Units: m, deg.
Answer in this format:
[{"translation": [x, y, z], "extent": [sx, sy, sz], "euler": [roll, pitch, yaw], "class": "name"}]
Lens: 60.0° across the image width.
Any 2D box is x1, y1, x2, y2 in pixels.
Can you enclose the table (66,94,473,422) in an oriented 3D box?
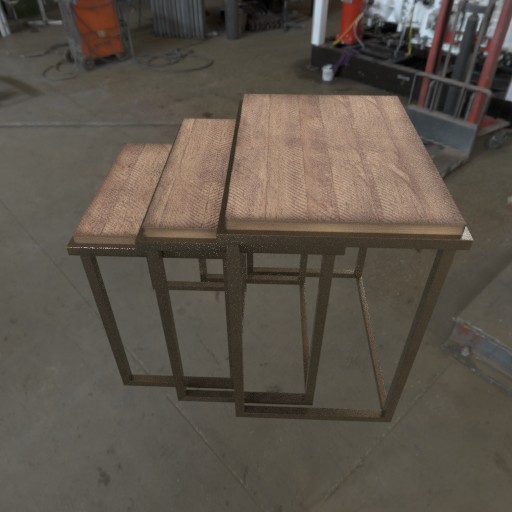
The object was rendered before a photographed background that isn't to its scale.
[{"translation": [0.000, 0.000, 1.103], "extent": [0.706, 0.610, 0.559], "euler": [1, 41, 2], "class": "table"}]
